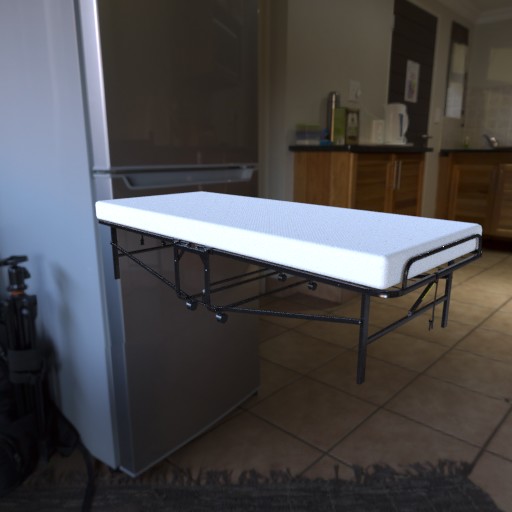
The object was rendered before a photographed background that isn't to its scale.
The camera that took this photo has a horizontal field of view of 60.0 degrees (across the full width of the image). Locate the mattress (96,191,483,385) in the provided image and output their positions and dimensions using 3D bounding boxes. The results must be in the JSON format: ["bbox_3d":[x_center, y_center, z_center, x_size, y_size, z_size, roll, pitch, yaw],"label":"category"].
[{"bbox_3d":[0.000,0.000,2.515,0.922,0.519,2.153,-14,20,-43],"label":"mattress"}]
